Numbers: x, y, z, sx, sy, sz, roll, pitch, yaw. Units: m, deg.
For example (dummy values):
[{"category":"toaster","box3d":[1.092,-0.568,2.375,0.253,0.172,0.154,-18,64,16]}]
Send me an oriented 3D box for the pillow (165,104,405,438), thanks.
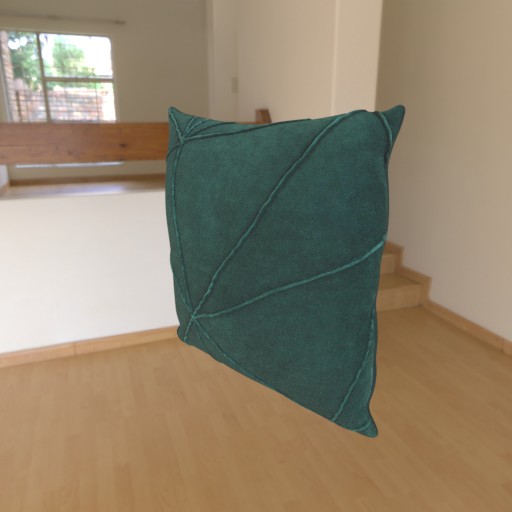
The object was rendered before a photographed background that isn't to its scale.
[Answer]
[{"category":"pillow","box3d":[0.000,0.000,0.675,0.439,0.440,0.184,16,23,42]}]
